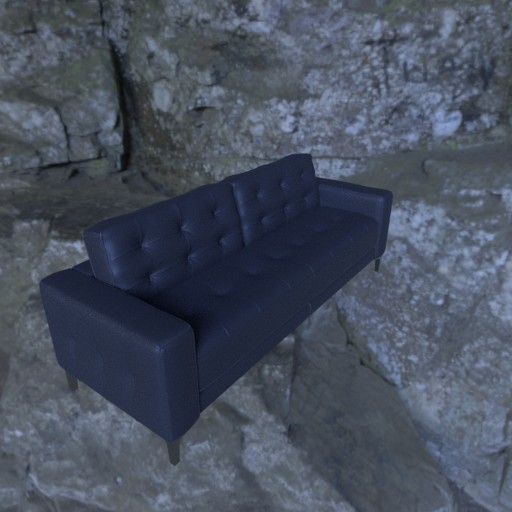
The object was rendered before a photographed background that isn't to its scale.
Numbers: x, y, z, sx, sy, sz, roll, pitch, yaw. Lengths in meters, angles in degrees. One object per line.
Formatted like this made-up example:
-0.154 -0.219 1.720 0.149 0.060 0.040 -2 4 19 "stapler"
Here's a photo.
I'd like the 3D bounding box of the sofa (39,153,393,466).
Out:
0.000 0.000 2.676 0.833 0.893 2.275 18 32 32 "sofa"
